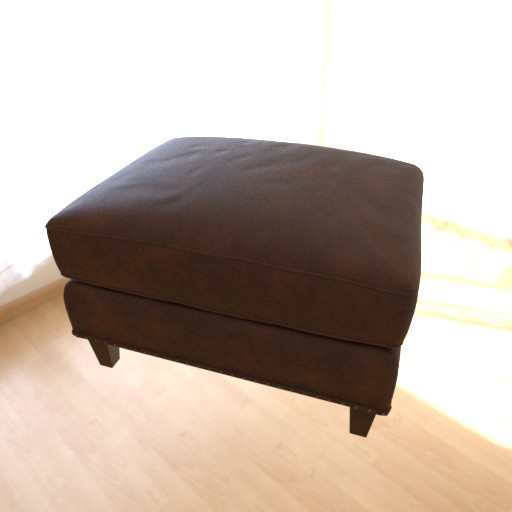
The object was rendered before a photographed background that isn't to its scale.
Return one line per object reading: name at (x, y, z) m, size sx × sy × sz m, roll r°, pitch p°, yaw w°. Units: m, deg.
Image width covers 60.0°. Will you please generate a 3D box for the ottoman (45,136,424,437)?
ottoman at (0.000, 0.000, 1.118) m, size 0.742 × 0.486 × 0.586 m, roll 10°, pitch 34°, yaw 15°
